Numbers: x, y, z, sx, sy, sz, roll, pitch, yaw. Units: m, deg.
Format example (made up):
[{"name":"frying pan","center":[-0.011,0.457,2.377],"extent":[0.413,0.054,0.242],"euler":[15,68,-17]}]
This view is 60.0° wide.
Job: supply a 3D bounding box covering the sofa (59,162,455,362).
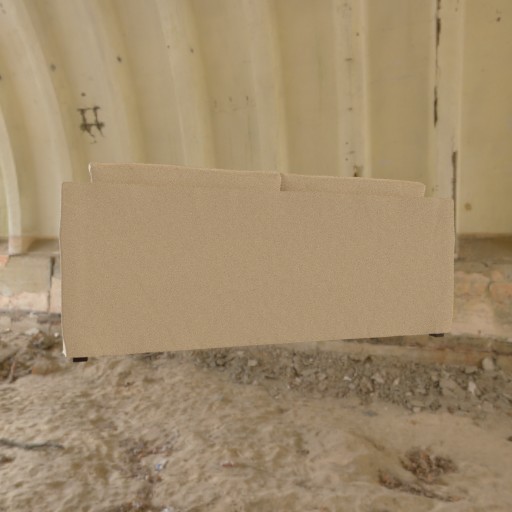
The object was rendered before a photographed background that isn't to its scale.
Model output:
[{"name":"sofa","center":[0.000,0.000,2.520],"extent":[1.987,0.870,0.940],"euler":[0,1,-18]}]
